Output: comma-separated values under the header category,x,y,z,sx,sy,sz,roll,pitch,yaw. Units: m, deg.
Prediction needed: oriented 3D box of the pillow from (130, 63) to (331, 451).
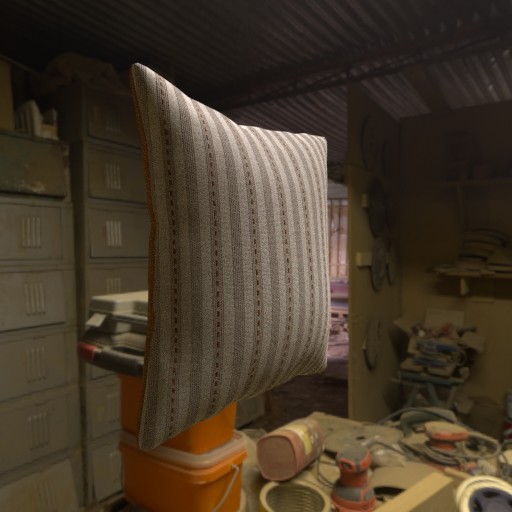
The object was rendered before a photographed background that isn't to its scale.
category,x,y,z,sx,sy,sz,roll,pitch,yaw
pillow,0.000,0.000,0.654,0.147,0.437,0.432,1,1,36
